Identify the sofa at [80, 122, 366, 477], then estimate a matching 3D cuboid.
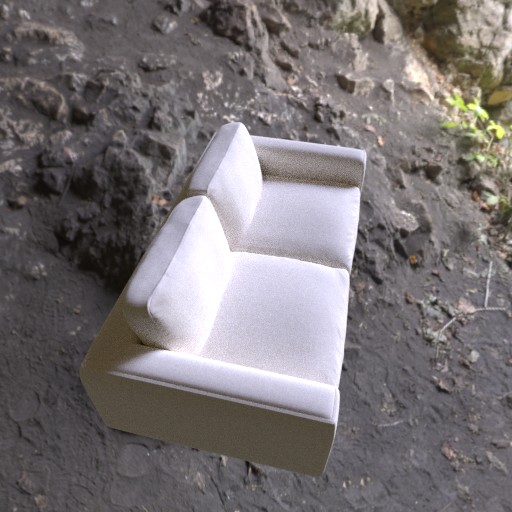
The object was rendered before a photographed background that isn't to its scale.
[{"bbox_3d":[0.000,0.000,2.444,1.069,0.801,1.920,10,46,9],"label":"sofa"}]
